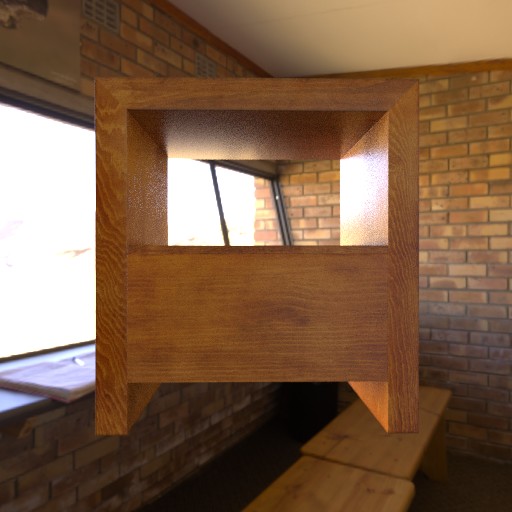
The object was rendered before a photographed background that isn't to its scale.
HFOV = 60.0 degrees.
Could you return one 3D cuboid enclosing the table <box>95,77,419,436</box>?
[{"bbox_3d":[0.000,0.000,0.952,0.550,0.605,0.400,0,0,-1],"label":"table"}]
